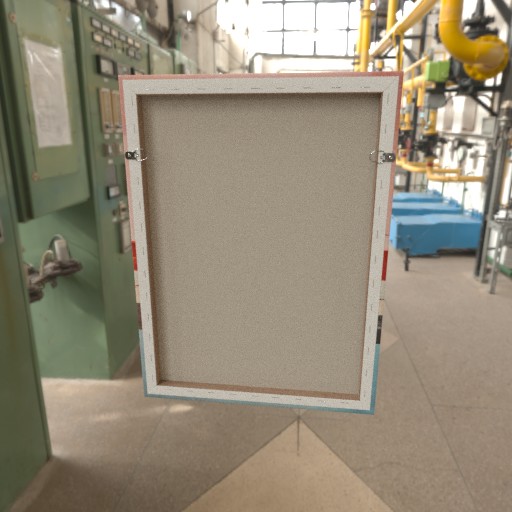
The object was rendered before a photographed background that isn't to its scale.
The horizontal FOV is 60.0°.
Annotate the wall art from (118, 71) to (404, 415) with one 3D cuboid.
[{"bbox_3d":[0.000,0.000,1.329,0.761,1.016,0.039,2,16,7],"label":"wall art"}]
